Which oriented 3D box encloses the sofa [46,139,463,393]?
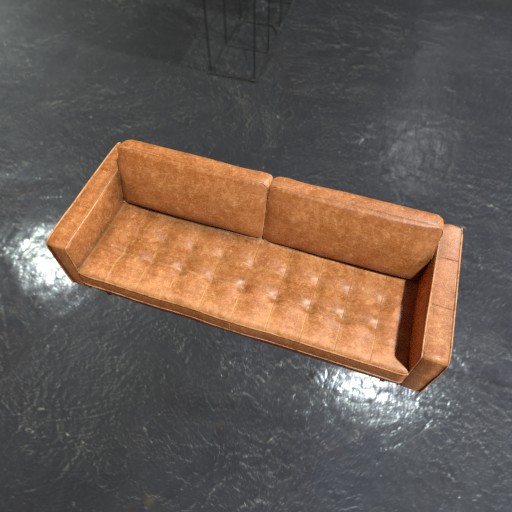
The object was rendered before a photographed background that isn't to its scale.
[{"bbox_3d":[0.000,0.000,2.608,2.199,0.779,0.886,16,58,10],"label":"sofa"}]
